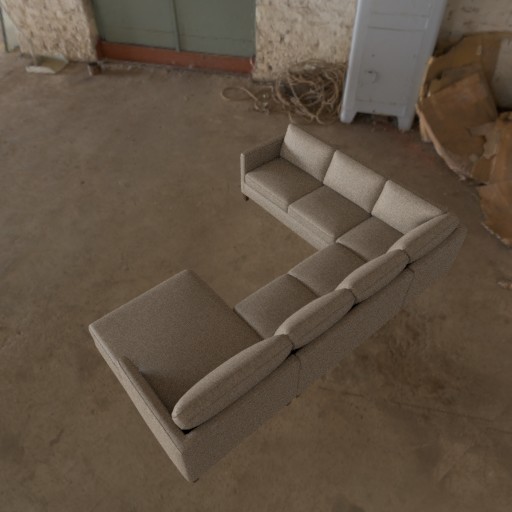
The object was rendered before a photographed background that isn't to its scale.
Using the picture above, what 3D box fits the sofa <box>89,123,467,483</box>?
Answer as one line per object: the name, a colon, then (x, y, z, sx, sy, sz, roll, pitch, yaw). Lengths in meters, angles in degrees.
sofa: (0.000, 0.000, 4.452, 3.403, 0.889, 2.551, -31, 53, -26)
